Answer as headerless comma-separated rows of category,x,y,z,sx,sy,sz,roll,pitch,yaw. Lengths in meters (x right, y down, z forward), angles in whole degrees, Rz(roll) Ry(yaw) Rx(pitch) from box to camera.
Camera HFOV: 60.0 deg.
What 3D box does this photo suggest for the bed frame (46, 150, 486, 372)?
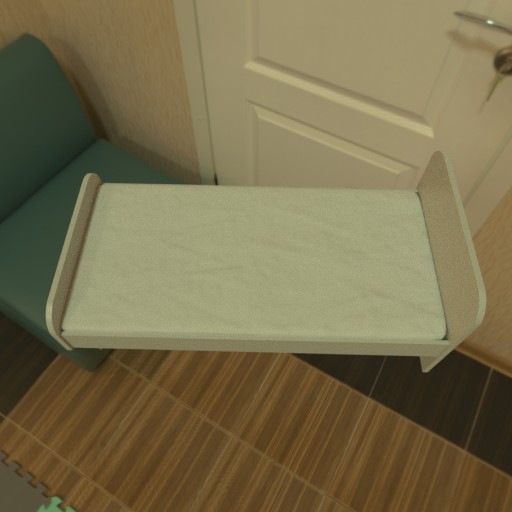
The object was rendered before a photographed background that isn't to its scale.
bed frame,0.000,0.000,2.429,1.963,0.805,0.998,1,59,1
